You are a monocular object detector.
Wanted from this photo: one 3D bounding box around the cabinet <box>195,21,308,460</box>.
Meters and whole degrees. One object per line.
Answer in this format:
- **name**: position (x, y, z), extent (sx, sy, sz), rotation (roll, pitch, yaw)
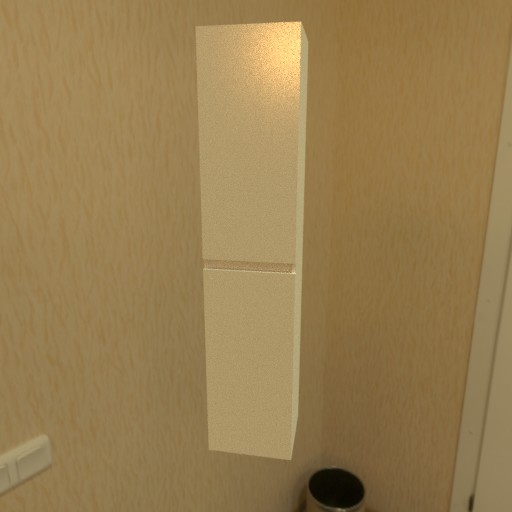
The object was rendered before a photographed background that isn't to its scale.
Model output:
- **cabinet**: position (0.000, 0.000, 1.534), extent (0.300, 1.400, 0.269), rotation (3, 15, 10)
